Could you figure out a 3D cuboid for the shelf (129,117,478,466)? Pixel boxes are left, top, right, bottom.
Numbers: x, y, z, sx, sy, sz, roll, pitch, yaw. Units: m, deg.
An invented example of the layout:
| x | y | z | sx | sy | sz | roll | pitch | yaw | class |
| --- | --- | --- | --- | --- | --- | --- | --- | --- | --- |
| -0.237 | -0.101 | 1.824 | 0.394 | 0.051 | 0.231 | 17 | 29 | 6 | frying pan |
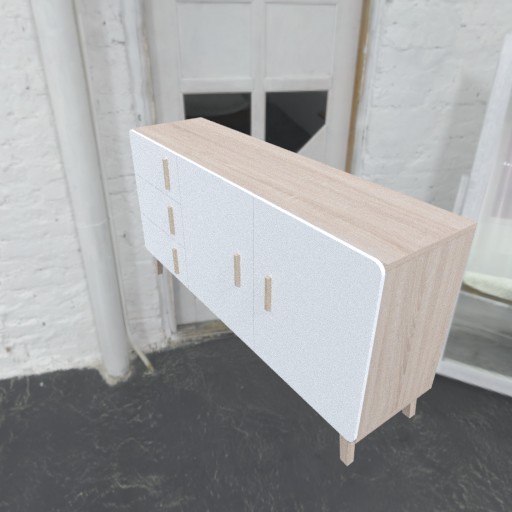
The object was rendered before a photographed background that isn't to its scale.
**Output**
| x | y | z | sx | sy | sz | roll | pitch | yaw | class |
| --- | --- | --- | --- | --- | --- | --- | --- | --- | --- |
| 0.000 | 0.000 | 1.814 | 0.400 | 0.780 | 1.490 | -20 | 36 | -31 | shelf |
